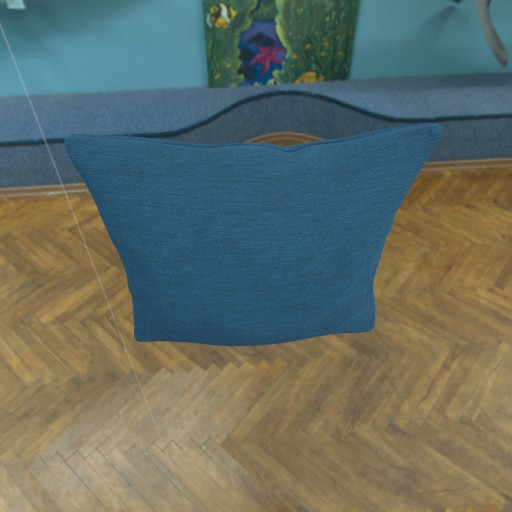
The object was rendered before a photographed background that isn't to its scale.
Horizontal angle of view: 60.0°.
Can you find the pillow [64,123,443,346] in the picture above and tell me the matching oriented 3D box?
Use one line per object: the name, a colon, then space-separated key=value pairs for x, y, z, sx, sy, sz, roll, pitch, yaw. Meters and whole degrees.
pillow: x=0.000 y=0.000 z=0.657 sx=0.437 sy=0.420 sz=0.177 roll=-2 pitch=46 yaw=-2
